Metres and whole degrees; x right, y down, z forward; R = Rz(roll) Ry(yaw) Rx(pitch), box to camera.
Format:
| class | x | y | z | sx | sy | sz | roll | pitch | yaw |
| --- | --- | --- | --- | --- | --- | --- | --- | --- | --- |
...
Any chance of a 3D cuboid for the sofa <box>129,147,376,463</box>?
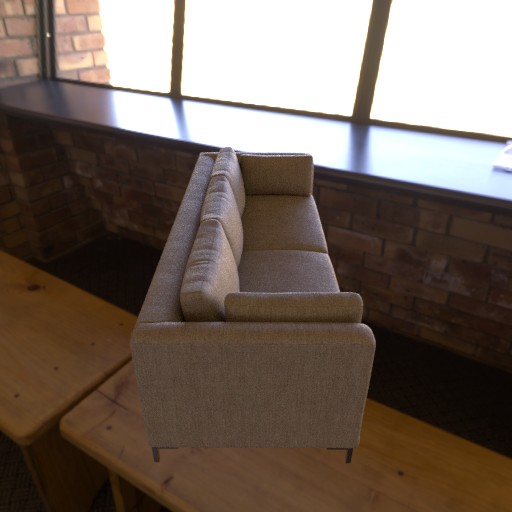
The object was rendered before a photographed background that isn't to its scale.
| class | x | y | z | sx | sy | sz | roll | pitch | yaw |
| --- | --- | --- | --- | --- | --- | --- | --- | --- | --- |
| sofa | 0.000 | 0.000 | 2.897 | 0.969 | 0.867 | 2.415 | 0 | 30 | 0 |
